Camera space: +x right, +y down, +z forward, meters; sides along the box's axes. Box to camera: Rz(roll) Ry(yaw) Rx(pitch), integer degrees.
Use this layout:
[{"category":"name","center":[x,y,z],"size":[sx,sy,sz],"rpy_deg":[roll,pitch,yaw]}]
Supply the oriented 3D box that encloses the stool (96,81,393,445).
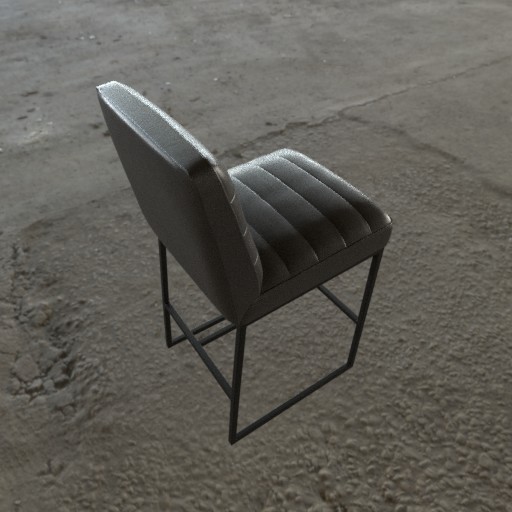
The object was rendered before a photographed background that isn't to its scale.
[{"category":"stool","center":[0.000,0.000,1.225],"size":[0.552,0.938,0.457],"rpy_deg":[-24,47,-25]}]
